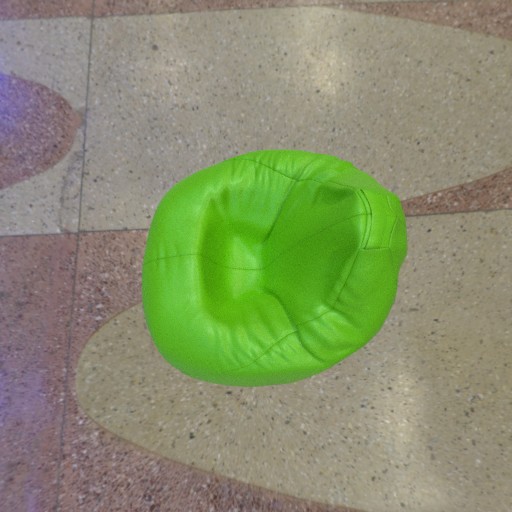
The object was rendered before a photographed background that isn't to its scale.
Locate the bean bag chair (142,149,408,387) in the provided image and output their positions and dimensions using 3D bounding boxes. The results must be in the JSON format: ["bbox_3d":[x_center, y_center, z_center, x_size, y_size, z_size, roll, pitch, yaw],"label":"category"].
[{"bbox_3d":[0.000,0.000,1.879,1.070,0.990,1.070,0,74,0],"label":"bean bag chair"}]
